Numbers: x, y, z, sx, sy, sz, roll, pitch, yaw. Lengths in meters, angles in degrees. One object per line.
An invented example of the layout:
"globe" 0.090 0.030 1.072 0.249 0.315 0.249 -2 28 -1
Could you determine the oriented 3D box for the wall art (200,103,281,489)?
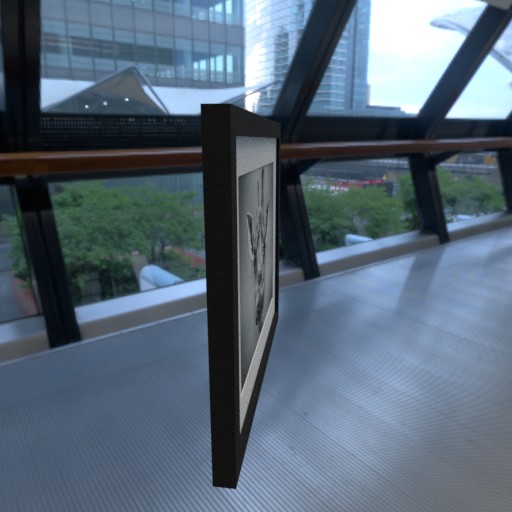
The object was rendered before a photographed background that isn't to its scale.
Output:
"wall art" 0.000 0.000 0.765 0.031 0.457 0.558 2 15 8
